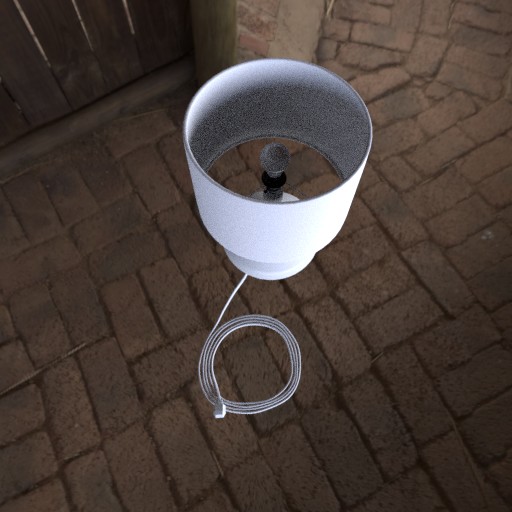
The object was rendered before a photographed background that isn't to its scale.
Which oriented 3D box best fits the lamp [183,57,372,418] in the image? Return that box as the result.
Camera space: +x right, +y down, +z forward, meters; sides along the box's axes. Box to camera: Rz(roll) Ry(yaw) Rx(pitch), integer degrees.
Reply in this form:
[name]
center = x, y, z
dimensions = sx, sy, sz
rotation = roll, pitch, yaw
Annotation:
[lamp]
center = 0.000, 0.000, 0.864
dimensions = 0.401, 0.457, 0.546
rotation = 34, 69, 15
